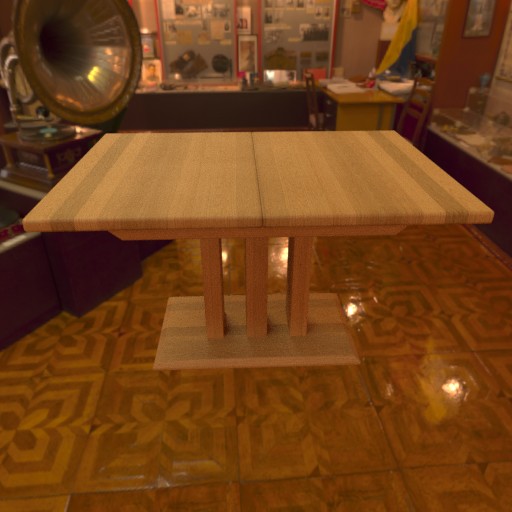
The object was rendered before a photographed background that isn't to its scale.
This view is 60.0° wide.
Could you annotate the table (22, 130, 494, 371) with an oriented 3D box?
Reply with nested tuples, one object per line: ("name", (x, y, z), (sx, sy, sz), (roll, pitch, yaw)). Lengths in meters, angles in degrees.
("table", (0.000, 0.000, 1.789), (1.300, 0.770, 0.900), (-1, 30, -2))
